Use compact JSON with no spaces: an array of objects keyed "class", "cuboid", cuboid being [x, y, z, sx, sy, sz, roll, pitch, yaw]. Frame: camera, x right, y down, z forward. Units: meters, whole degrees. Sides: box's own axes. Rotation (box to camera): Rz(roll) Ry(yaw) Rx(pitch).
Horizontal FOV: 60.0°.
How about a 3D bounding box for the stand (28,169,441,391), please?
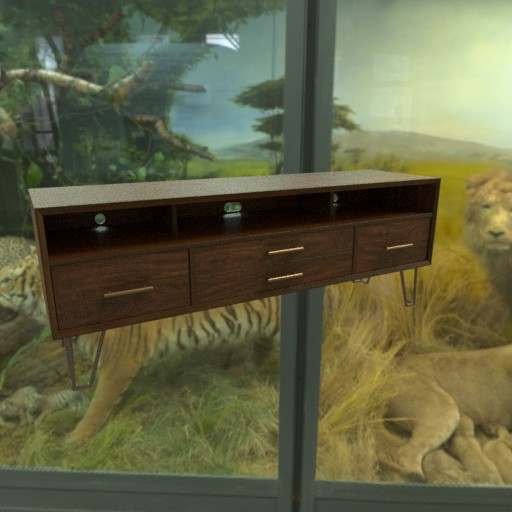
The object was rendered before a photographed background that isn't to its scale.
[{"class":"stand","cuboid":[0.000,0.000,1.865,1.626,0.610,0.481,-8,18,-27]}]
